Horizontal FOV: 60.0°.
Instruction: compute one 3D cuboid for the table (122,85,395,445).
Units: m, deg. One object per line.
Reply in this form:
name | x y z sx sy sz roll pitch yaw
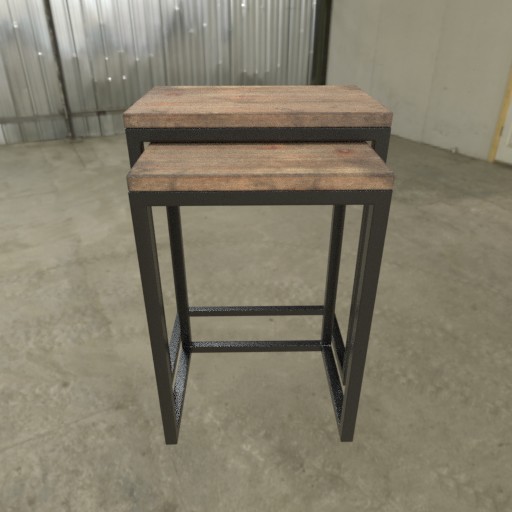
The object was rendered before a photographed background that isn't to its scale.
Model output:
table | 0.000 0.000 0.936 0.456 0.615 0.460 1 29 1
